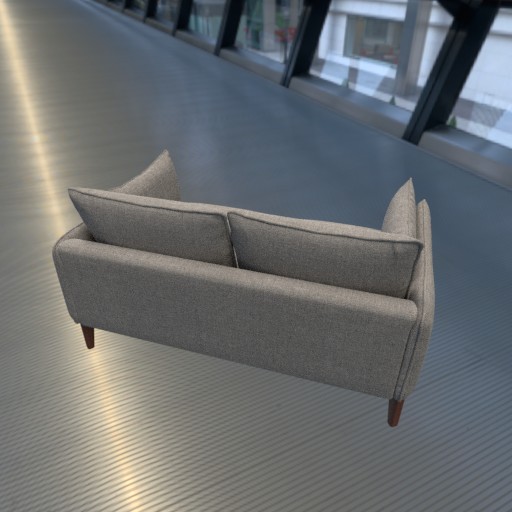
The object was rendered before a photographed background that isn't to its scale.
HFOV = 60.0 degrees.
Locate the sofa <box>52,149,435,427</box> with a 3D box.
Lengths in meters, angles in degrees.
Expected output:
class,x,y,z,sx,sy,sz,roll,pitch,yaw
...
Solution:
class,x,y,z,sx,sy,sz,roll,pitch,yaw
sofa,0.000,0.000,2.130,1.580,0.851,0.972,10,34,15
